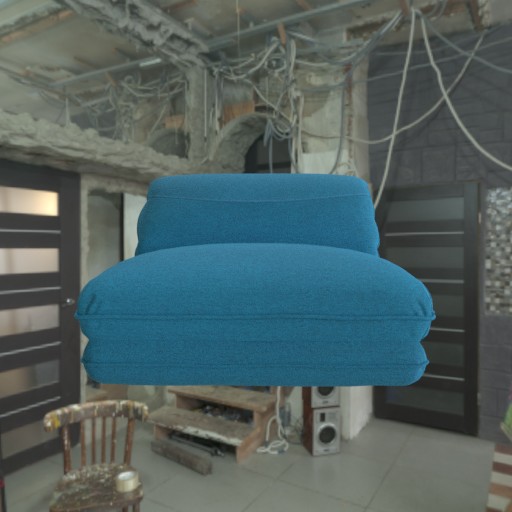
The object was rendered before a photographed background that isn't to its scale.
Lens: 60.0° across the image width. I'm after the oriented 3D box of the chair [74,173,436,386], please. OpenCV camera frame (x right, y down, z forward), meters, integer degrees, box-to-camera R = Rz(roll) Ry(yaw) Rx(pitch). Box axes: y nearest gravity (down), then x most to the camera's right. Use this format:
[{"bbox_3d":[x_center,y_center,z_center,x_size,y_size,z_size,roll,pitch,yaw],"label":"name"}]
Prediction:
[{"bbox_3d":[0.000,0.000,1.333,0.820,0.580,0.780,0,1,1],"label":"chair"}]
